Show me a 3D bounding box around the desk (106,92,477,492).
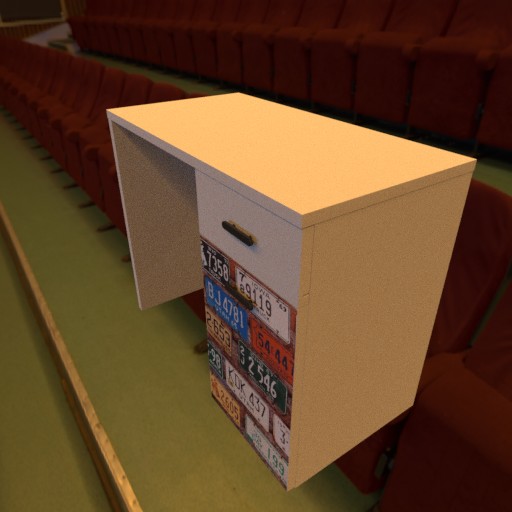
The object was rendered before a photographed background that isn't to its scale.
[{"bbox_3d":[0.000,0.000,1.294,0.482,0.730,0.898,-19,36,-30],"label":"desk"}]
